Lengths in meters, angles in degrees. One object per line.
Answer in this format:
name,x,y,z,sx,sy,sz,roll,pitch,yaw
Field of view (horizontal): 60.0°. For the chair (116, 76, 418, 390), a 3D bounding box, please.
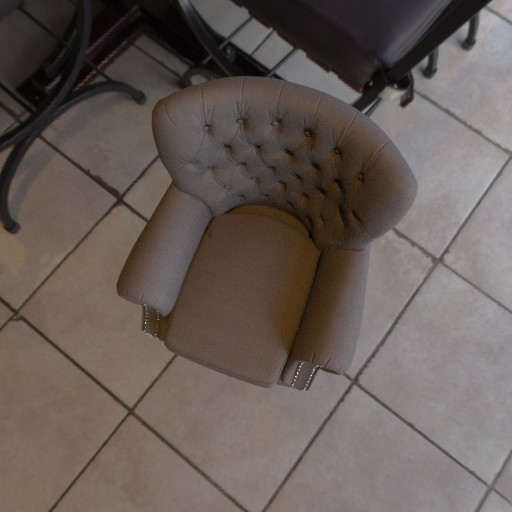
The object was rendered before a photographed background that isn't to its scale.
chair,0.000,0.000,1.828,0.983,1.046,0.983,19,76,5
